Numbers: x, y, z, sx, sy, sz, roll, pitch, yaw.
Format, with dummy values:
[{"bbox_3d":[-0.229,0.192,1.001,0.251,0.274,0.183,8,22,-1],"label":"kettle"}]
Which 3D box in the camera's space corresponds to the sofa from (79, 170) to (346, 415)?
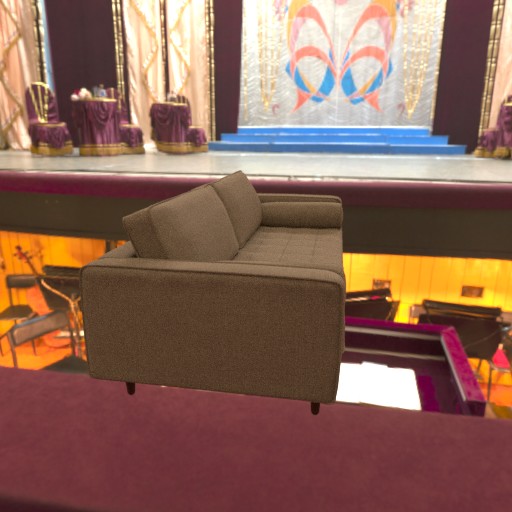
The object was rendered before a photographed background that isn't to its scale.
[{"bbox_3d":[0.000,0.000,2.342,0.914,0.762,1.879,3,16,10],"label":"sofa"}]
